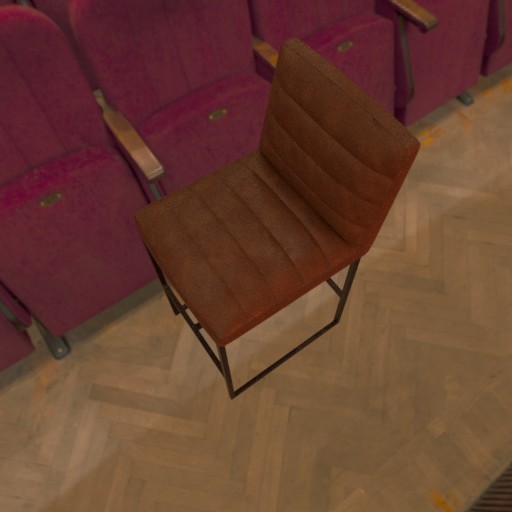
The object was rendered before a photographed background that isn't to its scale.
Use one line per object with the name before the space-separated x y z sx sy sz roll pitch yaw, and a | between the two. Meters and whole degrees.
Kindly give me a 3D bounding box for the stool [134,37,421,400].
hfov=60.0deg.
stool | 0.000 0.000 1.387 0.562 1.065 0.463 -32 66 -16
